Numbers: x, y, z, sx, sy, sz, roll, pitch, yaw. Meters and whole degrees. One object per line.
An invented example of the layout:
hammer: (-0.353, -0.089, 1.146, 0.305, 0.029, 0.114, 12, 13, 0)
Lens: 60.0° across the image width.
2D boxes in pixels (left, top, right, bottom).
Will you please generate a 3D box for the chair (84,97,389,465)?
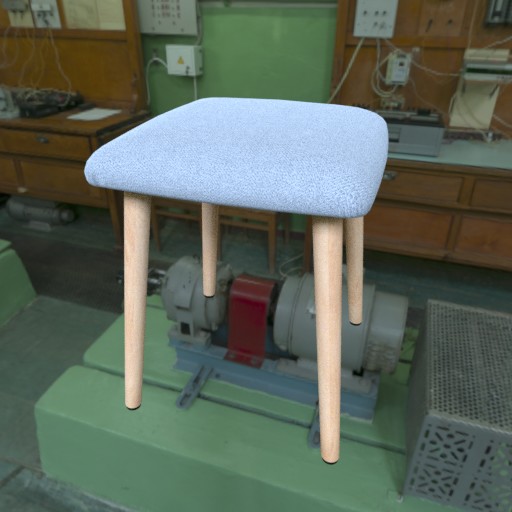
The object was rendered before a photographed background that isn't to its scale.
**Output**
chair: (0.000, 0.000, 0.698, 0.350, 0.440, 0.350, 9, 32, 15)
